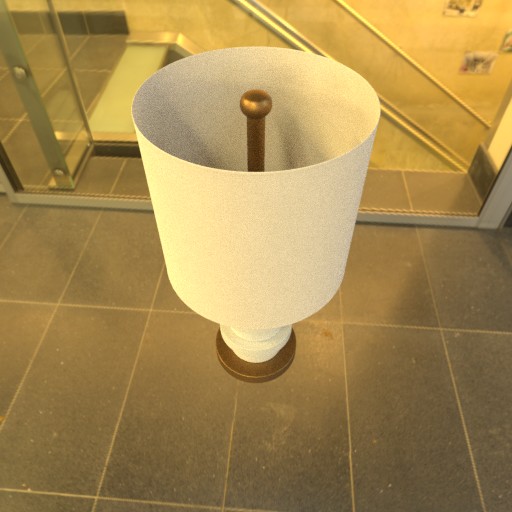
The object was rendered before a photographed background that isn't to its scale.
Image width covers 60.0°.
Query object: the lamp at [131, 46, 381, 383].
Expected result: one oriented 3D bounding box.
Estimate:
[{"bbox_3d":[0.000,0.000,0.527,0.210,0.410,0.210,-11,49,-10],"label":"lamp"}]
